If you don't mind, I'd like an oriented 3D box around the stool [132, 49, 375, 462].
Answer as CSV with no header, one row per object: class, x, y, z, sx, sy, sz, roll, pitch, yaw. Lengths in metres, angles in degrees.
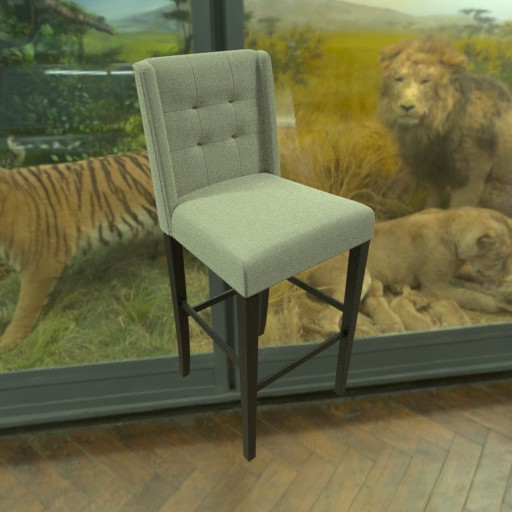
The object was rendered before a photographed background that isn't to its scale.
stool,0.000,0.000,1.381,0.474,1.116,0.509,-22,37,-33
